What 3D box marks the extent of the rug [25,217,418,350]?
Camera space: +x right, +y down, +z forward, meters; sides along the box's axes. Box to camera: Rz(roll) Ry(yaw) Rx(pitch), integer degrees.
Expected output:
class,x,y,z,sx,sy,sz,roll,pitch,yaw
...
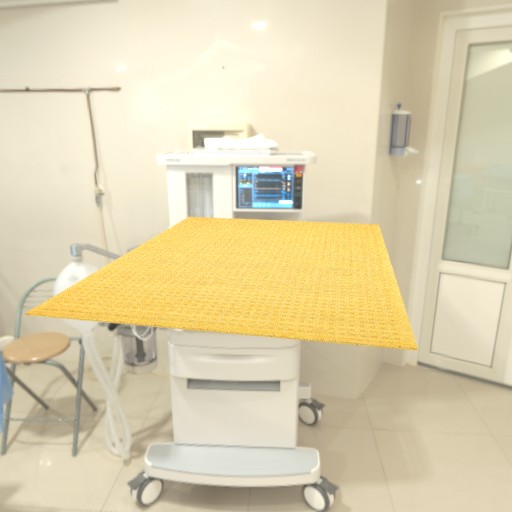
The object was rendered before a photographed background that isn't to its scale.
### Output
class,x,y,z,sx,sy,sz,roll,pitch,yaw
rug,0.000,0.000,4.237,2.486,0.015,3.242,3,17,11
